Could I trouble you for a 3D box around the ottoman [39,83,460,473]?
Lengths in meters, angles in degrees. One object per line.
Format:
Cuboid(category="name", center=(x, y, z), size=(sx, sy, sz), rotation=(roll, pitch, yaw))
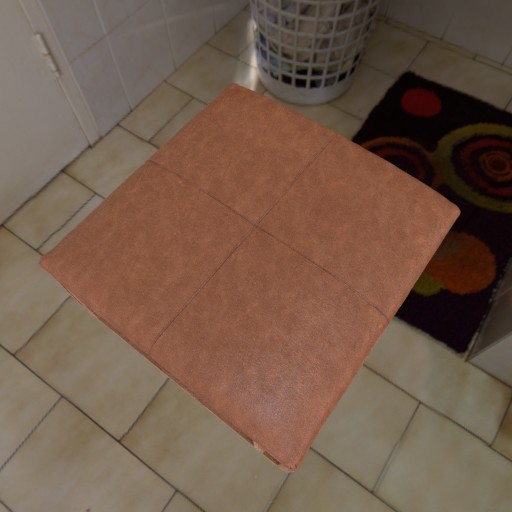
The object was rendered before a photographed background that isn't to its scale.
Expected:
Cuboid(category="ottoman", center=(0.000, 0.000, 1.606), size=(1.013, 0.442, 1.016), rotation=(34, 68, 16))
